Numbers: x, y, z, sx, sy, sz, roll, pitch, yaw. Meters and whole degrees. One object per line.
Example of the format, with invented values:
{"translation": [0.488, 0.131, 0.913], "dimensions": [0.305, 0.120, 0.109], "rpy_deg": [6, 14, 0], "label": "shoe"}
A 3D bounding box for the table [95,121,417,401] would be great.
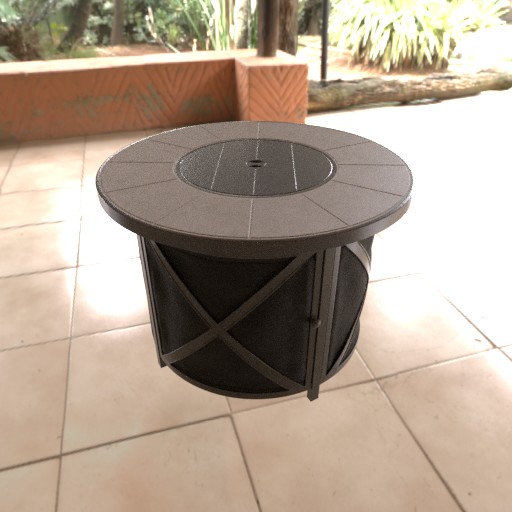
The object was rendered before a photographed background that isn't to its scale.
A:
{"translation": [0.000, 0.000, 1.492], "dimensions": [0.914, 0.650, 0.914], "rpy_deg": [0, 32, 0], "label": "table"}
